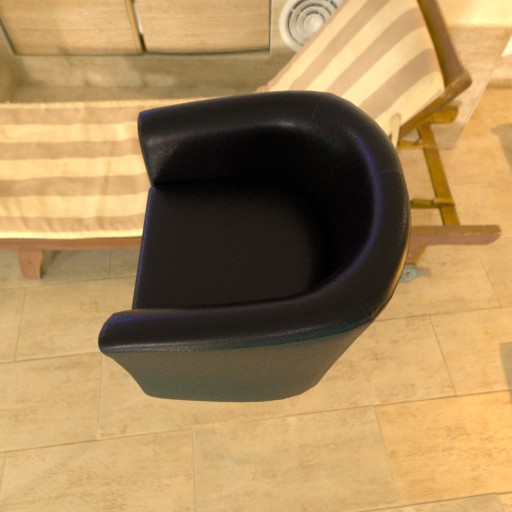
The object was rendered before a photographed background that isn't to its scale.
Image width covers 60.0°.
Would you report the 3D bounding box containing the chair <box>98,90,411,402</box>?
[{"bbox_3d":[0.000,0.000,1.373,0.727,0.756,0.793,-1,58,-1],"label":"chair"}]
